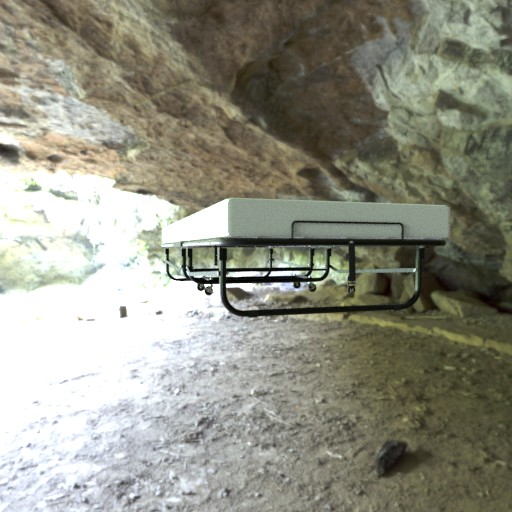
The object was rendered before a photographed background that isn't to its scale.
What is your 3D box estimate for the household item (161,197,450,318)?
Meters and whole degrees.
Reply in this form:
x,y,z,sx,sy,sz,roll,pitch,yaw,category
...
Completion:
x,y,z,sx,sy,sz,roll,pitch,yaw,category
0.000,0.000,2.209,0.787,0.356,1.905,0,1,-17,household item
